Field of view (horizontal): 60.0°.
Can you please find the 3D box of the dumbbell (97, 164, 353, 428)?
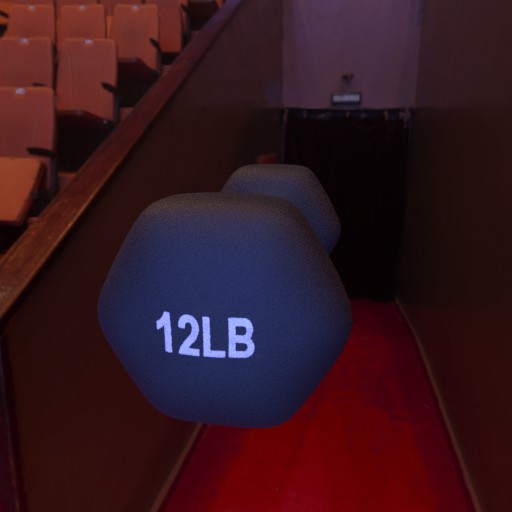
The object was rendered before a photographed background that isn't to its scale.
[{"bbox_3d":[0.000,0.000,0.280,0.112,0.101,0.231,3,16,9],"label":"dumbbell"}]
